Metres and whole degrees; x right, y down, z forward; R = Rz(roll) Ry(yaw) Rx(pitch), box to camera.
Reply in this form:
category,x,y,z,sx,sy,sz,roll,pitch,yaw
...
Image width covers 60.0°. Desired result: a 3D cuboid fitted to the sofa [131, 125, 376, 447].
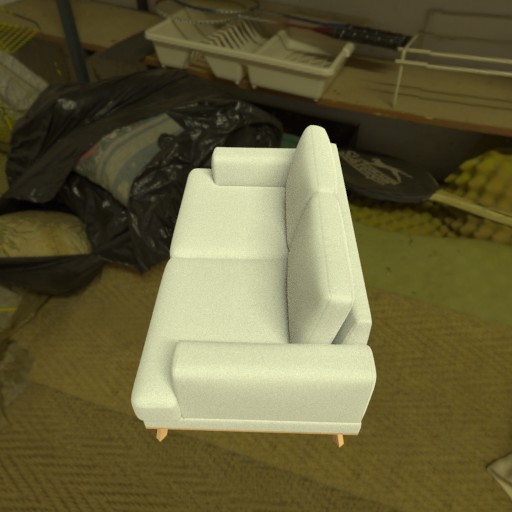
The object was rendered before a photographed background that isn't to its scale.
category,x,y,z,sx,sy,sz,roll,pitch,yaw
sofa,0.000,0.000,2.234,0.915,0.810,1.651,1,43,1
